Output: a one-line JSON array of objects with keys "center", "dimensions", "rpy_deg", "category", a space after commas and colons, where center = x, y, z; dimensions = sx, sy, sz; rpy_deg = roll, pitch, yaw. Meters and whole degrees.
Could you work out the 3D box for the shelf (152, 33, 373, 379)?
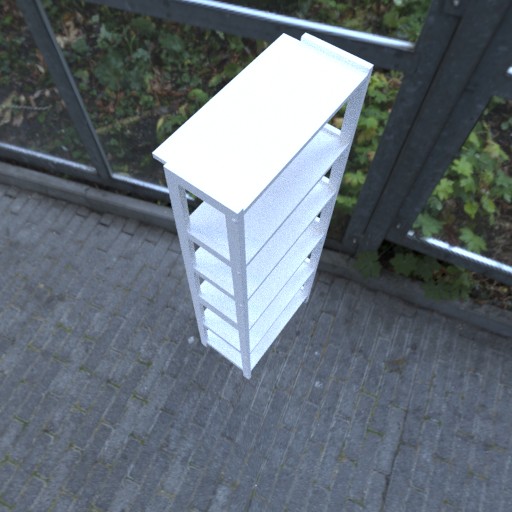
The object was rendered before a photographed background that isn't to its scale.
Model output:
[{"center": [0.000, 0.000, 2.083], "dimensions": [0.381, 1.892, 0.660], "rpy_deg": [34, 68, 16], "category": "shelf"}]
